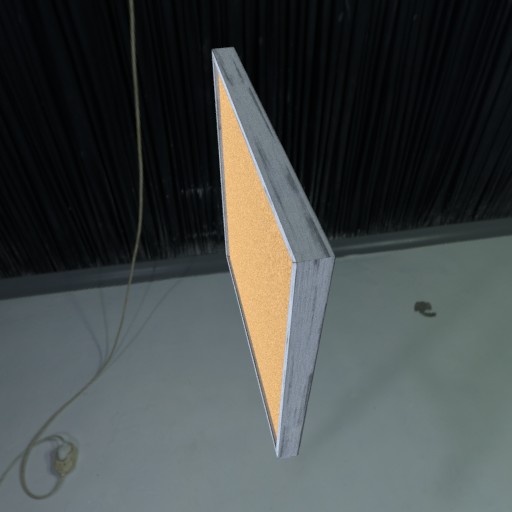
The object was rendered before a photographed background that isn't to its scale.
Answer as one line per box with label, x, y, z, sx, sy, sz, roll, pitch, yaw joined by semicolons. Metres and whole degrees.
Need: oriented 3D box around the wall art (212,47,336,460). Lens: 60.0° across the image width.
wall art;0.000;0.000;0.764;0.038;0.506;0.506;-9;47;-9
